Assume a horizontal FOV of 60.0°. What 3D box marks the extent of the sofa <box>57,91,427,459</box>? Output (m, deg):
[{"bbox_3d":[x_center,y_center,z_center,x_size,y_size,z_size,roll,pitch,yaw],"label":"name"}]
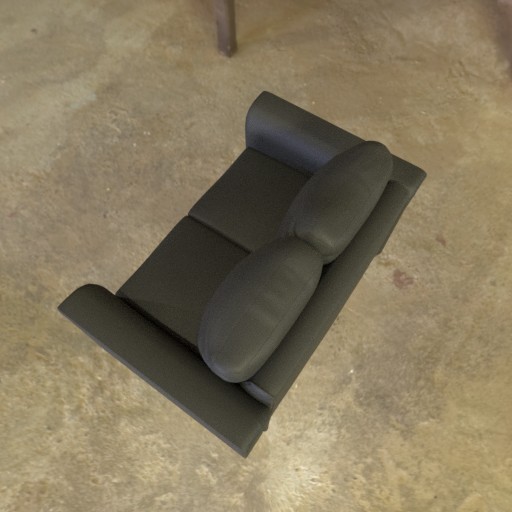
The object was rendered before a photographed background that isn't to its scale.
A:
[{"bbox_3d":[0.000,0.000,1.978,0.887,0.845,1.386,32,68,15],"label":"sofa"}]
